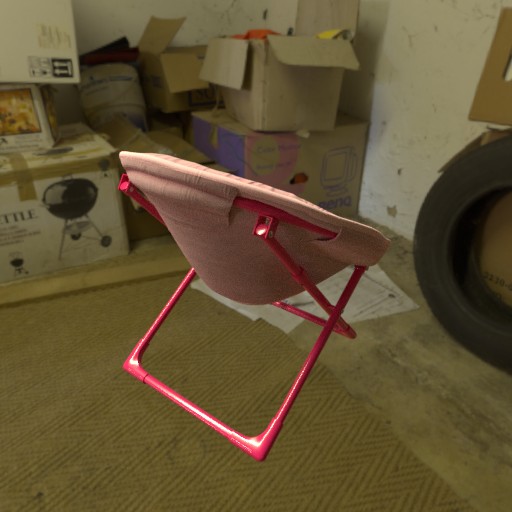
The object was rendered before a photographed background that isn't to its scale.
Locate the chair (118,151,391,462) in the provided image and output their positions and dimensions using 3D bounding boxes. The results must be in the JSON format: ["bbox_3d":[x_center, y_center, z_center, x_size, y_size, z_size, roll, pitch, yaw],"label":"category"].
[{"bbox_3d":[0.000,0.000,0.895,0.522,0.494,0.459,20,34,33],"label":"chair"}]
